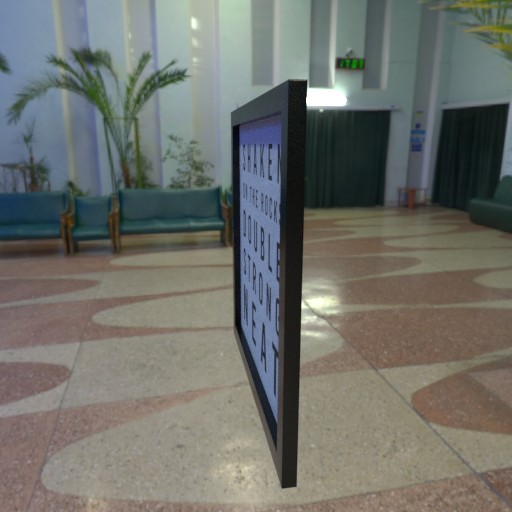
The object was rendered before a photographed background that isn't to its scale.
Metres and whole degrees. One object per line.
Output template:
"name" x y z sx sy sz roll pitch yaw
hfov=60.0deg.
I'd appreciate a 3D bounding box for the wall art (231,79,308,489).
"wall art" 0.000 0.000 0.528 0.014 0.349 0.349 -2 14 -10
